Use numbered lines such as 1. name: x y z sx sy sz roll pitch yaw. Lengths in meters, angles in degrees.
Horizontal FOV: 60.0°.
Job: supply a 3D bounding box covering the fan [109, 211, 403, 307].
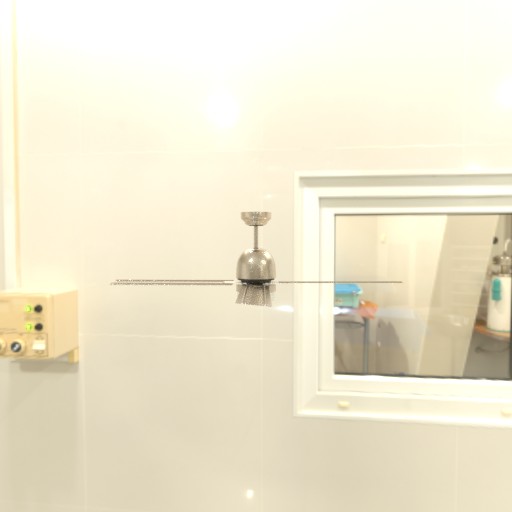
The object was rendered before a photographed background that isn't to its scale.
1. fan: 0.000 0.000 2.077 1.346 0.406 1.346 0 3 -1
